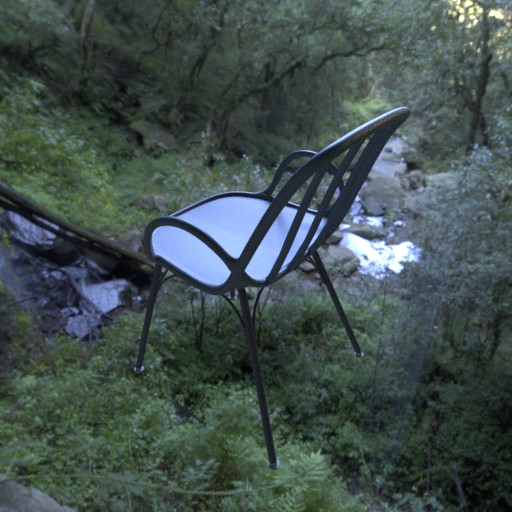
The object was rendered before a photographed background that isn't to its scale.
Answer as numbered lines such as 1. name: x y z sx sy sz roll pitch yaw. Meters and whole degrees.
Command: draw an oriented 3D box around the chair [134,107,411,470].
1. chair: 0.000 0.000 1.180 0.597 0.816 0.549 21 38 31
